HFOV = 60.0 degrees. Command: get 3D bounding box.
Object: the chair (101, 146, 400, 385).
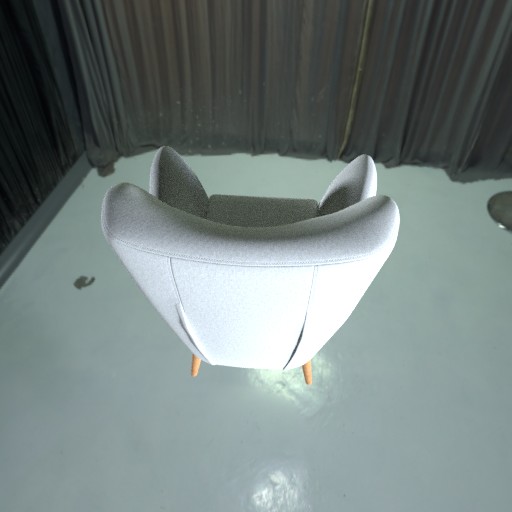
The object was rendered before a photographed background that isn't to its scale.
[{"bbox_3d":[0.000,0.000,1.627,0.890,0.889,0.889,3,45,3],"label":"chair"}]
